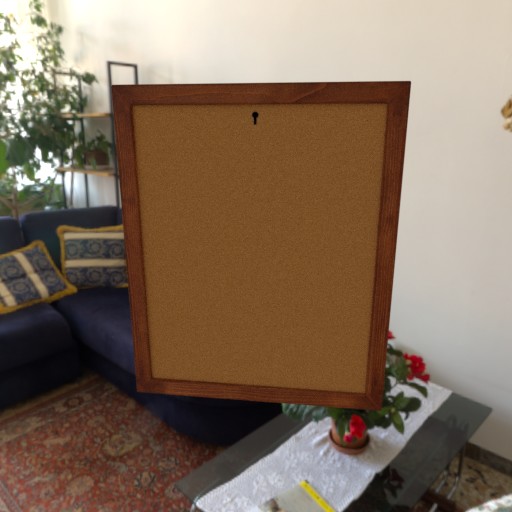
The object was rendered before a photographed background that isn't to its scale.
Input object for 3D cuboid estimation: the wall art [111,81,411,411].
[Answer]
[{"bbox_3d":[0.000,0.000,0.767,0.462,0.558,0.030,2,16,7],"label":"wall art"}]
